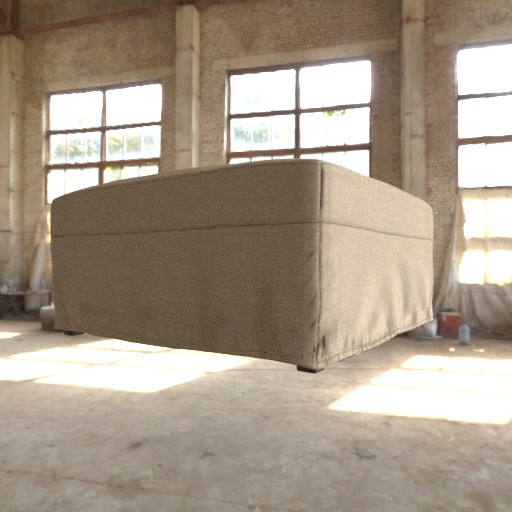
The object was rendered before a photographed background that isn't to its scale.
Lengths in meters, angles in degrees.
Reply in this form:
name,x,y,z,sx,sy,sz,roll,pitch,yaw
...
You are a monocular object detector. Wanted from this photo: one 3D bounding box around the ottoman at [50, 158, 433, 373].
name,x,y,z,sx,sy,sz,roll,pitch,yaw
ottoman,0.000,0.000,1.317,0.843,0.436,0.840,-1,-1,34
